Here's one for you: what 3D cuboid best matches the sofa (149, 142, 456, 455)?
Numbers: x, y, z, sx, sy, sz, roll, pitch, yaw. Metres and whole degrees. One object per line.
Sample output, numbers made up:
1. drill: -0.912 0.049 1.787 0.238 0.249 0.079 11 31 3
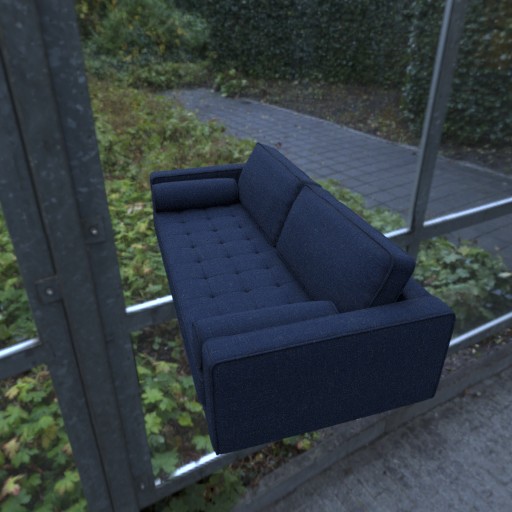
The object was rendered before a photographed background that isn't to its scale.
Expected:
1. sofa: 0.000 0.000 2.300 0.914 0.762 1.880 -9 30 -15
